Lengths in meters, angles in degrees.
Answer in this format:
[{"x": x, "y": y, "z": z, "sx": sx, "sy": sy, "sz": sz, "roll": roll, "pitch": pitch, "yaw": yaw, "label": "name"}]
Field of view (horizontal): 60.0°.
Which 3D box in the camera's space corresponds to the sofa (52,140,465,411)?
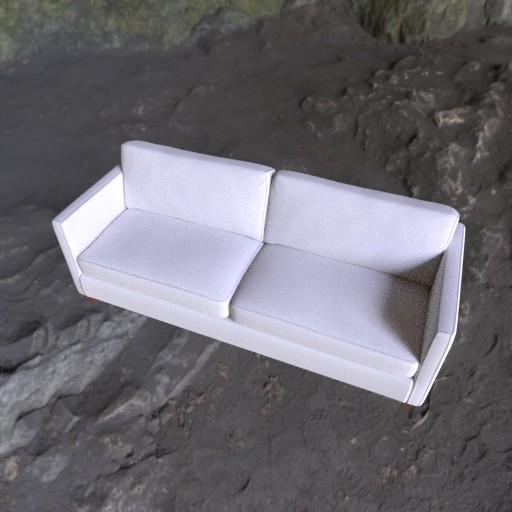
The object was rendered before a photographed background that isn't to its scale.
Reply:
[{"x": 0.000, "y": 0.000, "z": 2.850, "sx": 2.361, "sy": 0.962, "sz": 0.951, "roll": 15, "pitch": 45, "yaw": 16, "label": "sofa"}]
